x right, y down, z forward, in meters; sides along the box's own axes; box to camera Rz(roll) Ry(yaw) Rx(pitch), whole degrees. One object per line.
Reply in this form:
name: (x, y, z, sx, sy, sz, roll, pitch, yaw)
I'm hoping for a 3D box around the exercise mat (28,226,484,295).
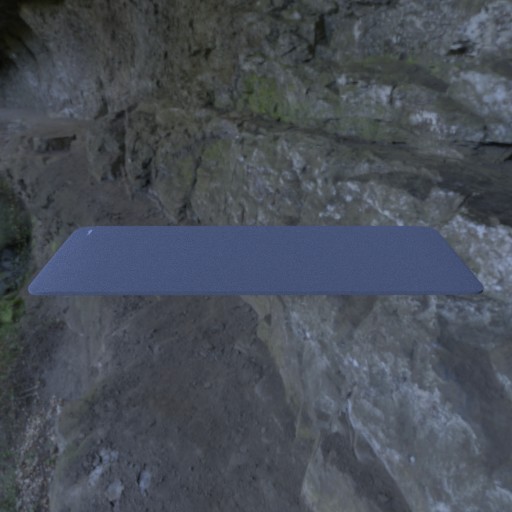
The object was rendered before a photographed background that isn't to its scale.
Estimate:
exercise mat: (0.000, 0.000, 2.061, 1.884, 0.021, 0.616, 0, 29, 0)
